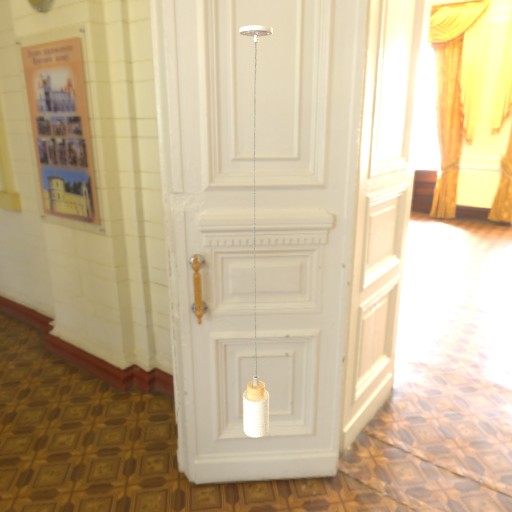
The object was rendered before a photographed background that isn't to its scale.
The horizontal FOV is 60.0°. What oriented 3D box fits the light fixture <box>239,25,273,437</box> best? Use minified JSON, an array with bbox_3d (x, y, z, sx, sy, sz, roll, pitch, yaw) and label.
[{"bbox_3d":[0.000,0.000,1.939,0.125,1.798,0.125,-3,17,-8],"label":"light fixture"}]
